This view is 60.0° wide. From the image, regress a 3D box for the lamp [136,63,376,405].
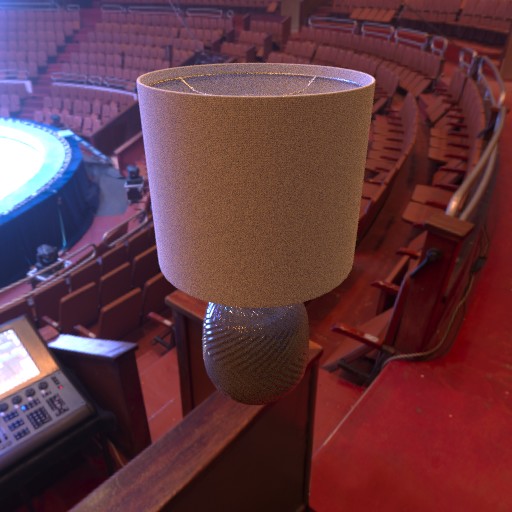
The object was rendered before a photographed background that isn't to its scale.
[{"bbox_3d":[0.000,0.000,0.483,0.207,0.366,0.207,22,36,33],"label":"lamp"}]
